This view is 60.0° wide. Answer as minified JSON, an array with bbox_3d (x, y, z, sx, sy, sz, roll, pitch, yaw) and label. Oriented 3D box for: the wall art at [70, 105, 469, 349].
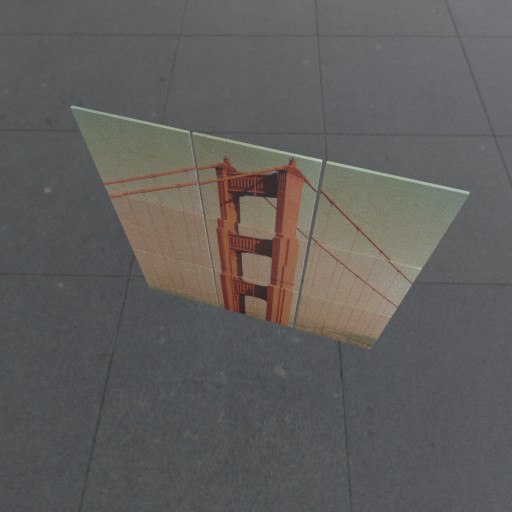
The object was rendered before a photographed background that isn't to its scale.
[{"bbox_3d":[0.000,0.000,2.272,1.517,1.523,0.013,14,59,9],"label":"wall art"}]
